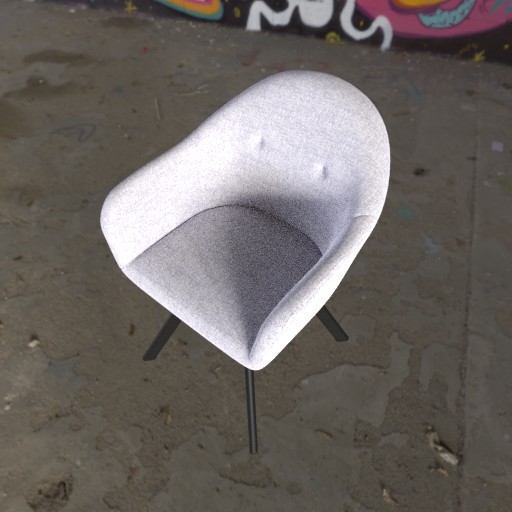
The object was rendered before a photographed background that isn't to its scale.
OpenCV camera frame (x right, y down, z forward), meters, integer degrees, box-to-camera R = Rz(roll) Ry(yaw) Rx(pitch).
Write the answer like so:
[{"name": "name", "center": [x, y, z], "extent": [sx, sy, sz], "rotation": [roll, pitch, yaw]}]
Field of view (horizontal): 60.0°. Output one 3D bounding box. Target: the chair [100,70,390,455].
[{"name": "chair", "center": [0.000, 0.000, 1.153], "extent": [0.540, 0.780, 0.570], "rotation": [31, 54, 26]}]
